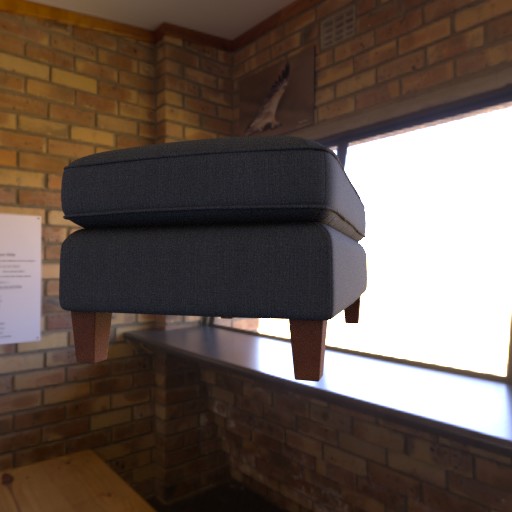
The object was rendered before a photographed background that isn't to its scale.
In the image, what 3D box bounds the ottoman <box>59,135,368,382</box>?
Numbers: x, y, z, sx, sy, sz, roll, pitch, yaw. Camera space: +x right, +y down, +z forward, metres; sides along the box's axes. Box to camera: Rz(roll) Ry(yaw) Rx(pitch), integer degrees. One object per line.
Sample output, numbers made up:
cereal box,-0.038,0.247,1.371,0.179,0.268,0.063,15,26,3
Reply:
ottoman,0.000,0.000,1.196,0.570,0.438,0.885,0,-1,18
